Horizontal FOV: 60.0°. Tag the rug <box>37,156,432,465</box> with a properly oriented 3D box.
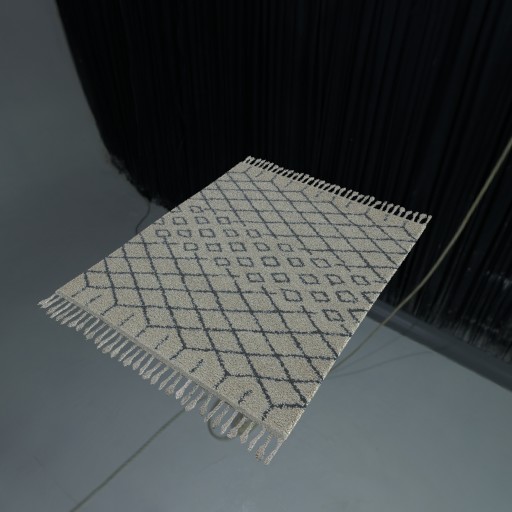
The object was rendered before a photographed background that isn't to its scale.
[{"bbox_3d":[0.000,0.000,4.265,2.388,0.030,3.213,24,47,25],"label":"rug"}]
